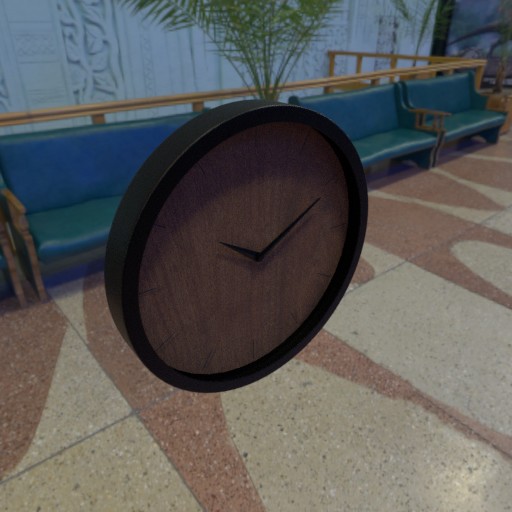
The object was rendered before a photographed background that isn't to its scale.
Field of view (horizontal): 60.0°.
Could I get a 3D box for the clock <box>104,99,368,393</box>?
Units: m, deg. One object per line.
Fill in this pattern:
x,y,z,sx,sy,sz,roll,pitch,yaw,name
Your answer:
0.000,0.000,0.473,0.314,0.314,0.040,-20,34,-32,clock
